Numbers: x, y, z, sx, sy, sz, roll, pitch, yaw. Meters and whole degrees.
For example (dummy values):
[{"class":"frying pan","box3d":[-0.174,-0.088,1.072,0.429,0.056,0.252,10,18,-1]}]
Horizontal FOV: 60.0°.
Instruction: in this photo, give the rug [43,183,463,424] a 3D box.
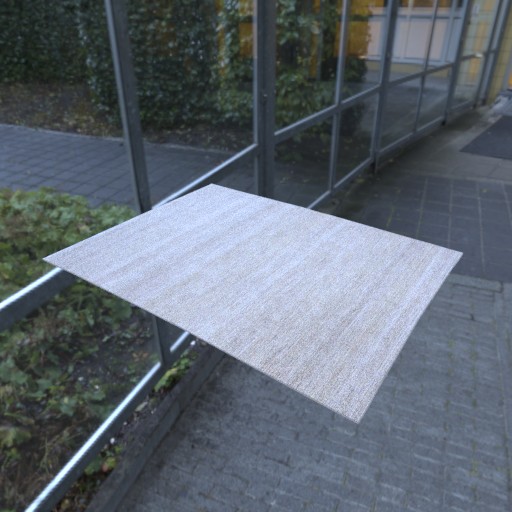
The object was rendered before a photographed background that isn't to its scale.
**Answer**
[{"class":"rug","box3d":[0.000,0.000,4.263,3.245,0.046,2.467,20,35,30]}]
